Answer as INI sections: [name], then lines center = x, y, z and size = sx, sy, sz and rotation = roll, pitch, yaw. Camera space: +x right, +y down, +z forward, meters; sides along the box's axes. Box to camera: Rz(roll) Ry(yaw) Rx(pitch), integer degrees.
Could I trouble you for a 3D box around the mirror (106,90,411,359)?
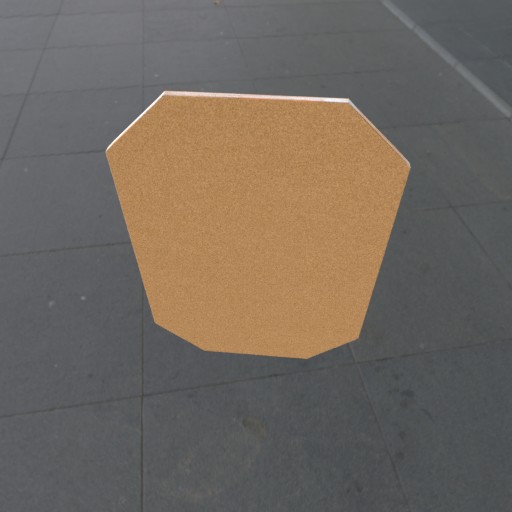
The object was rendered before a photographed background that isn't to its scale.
[mirror]
center = 0.000, 0.000, 1.308
size = 0.709, 1.015, 0.061
rotation = 4, 47, 4
